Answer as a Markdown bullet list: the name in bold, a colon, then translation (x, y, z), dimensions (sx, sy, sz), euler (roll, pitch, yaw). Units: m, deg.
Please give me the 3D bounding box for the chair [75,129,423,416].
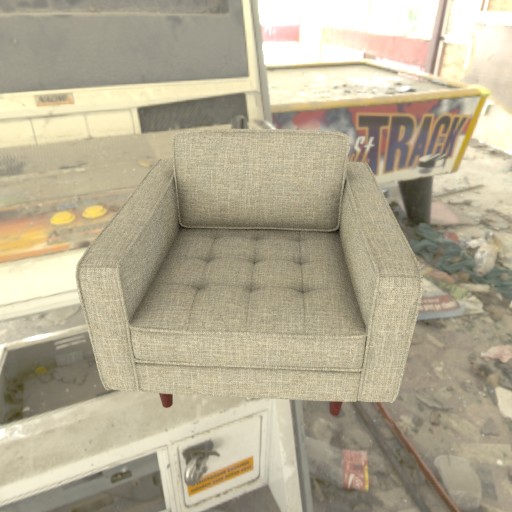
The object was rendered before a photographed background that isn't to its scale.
- **chair**: translation (0.000, 0.000, 1.561), dimensions (0.889, 0.765, 0.914), euler (2, 30, 3)
